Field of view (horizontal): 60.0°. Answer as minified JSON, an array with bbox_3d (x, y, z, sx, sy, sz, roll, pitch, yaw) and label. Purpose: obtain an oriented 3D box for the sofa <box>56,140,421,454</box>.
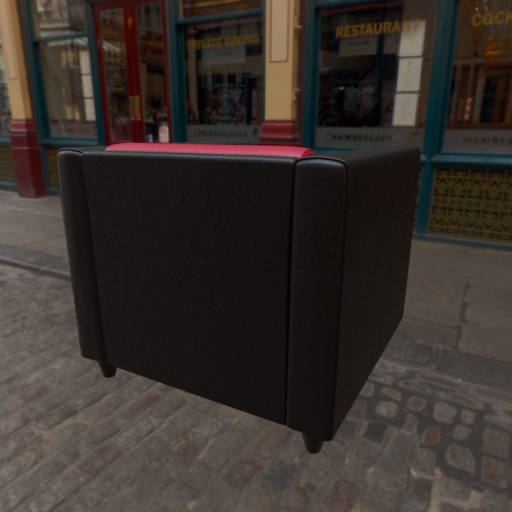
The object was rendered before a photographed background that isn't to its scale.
[{"bbox_3d":[0.000,0.000,1.446,0.839,0.724,0.809,9,18,28],"label":"sofa"}]
